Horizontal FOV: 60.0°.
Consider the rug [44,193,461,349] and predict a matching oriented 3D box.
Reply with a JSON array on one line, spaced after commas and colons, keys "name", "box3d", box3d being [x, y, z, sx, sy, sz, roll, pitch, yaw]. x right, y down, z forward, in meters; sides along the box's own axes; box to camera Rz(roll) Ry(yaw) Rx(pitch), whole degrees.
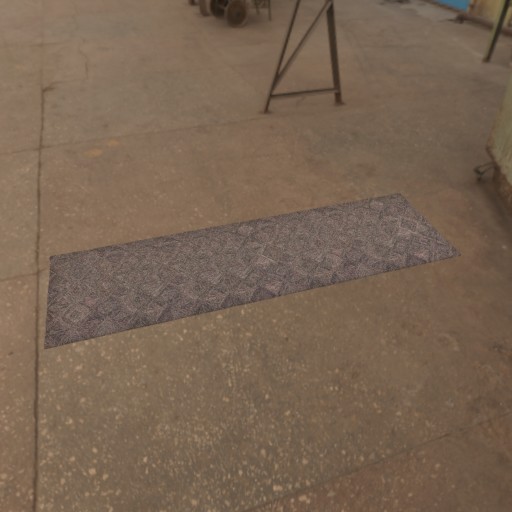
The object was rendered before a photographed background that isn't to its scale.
[{"name": "rug", "box3d": [0.000, 0.000, 2.576, 2.296, 0.011, 0.691, -11, 42, -13]}]
